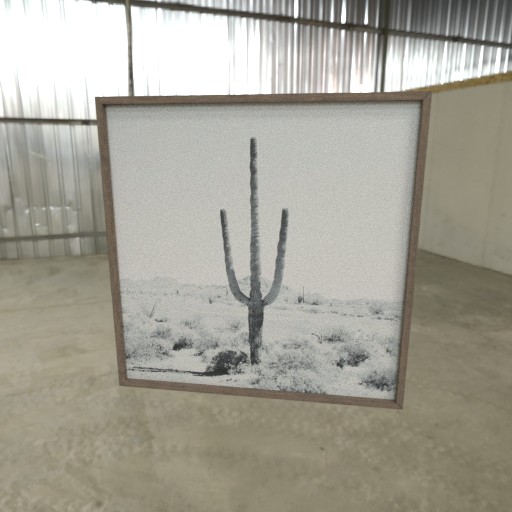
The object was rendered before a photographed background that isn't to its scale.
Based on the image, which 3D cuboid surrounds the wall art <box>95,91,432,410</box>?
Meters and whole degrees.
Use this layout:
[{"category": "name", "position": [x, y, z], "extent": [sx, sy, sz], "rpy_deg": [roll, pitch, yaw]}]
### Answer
[{"category": "wall art", "position": [0.000, 0.000, 0.742], "extent": [0.508, 0.508, 0.038], "rpy_deg": [2, 14, 8]}]
